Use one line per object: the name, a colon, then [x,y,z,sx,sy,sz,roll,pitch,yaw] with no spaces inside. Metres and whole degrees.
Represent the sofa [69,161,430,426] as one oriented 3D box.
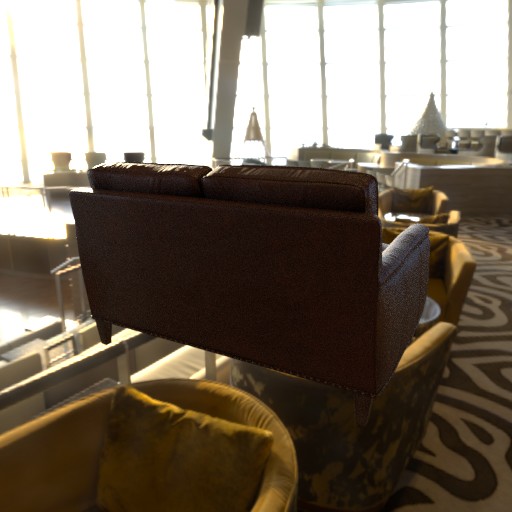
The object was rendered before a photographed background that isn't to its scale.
sofa: [0.000,0.000,2.336,1.628,1.003,1.083,9,18,28]
